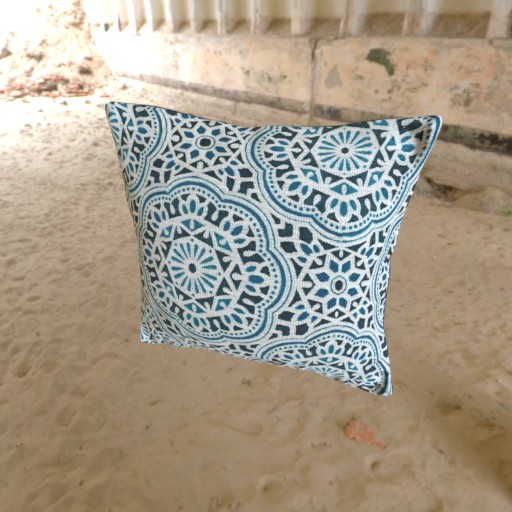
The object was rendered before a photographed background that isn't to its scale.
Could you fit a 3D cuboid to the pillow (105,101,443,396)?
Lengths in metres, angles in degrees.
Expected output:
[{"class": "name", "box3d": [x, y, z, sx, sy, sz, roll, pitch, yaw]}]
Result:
[{"class": "pillow", "box3d": [0.000, 0.000, 0.646, 0.440, 0.420, 0.145, 9, 29, 16]}]
